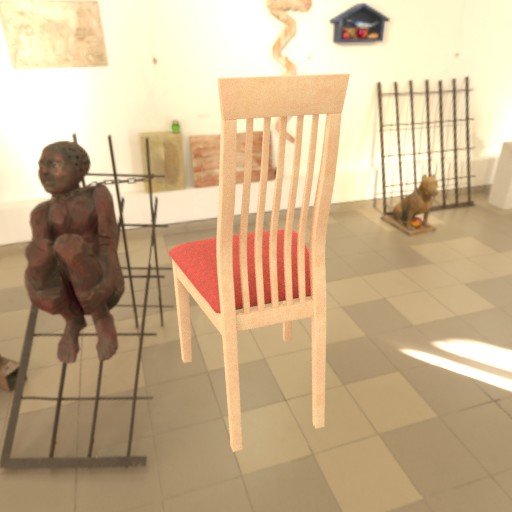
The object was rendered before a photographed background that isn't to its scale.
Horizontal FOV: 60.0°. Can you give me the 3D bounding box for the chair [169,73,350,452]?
[{"bbox_3d":[0.000,0.000,1.310,0.460,1.027,0.474,-9,29,-16],"label":"chair"}]
